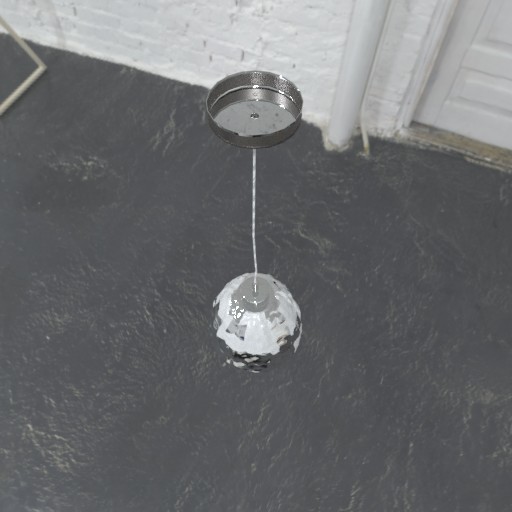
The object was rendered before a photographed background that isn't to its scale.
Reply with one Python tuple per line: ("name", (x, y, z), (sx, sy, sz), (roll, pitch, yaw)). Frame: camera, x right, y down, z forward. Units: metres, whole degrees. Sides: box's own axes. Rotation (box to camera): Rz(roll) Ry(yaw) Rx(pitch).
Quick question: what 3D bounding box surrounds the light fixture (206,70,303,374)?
("light fixture", (0.000, 0.000, 1.786), (0.500, 1.511, 0.496), (1, 58, 0))
